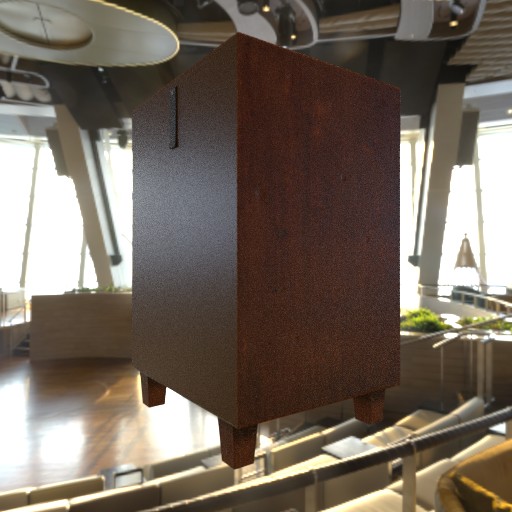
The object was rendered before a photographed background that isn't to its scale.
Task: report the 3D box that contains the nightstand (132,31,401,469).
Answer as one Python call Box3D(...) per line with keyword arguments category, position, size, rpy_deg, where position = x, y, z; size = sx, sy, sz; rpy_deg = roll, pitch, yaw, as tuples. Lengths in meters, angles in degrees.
Box3D(category="nightstand", position=(0.000, 0.000, 0.990), size=(0.410, 0.695, 0.465), rpy_deg=(0, 0, -36))
